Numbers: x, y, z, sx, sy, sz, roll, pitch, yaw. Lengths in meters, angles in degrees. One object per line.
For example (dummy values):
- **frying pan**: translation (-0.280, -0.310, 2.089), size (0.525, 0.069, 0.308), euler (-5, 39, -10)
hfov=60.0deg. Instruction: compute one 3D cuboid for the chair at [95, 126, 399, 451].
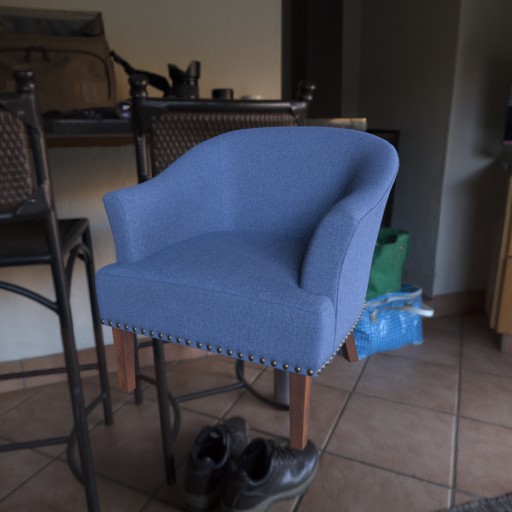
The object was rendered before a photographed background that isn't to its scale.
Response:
- **chair**: translation (0.000, 0.000, 1.423), size (0.798, 0.815, 0.704), euler (7, 16, 26)
